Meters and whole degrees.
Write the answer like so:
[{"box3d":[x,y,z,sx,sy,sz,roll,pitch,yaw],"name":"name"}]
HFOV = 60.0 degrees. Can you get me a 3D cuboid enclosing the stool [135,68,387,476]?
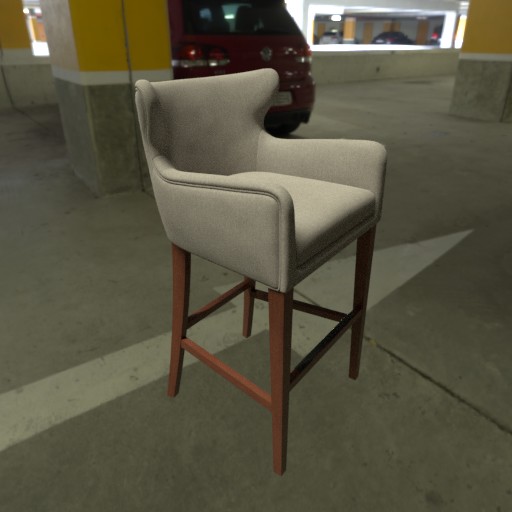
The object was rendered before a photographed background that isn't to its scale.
[{"box3d":[0.000,0.000,1.386,0.575,1.047,0.575,18,32,32],"name":"stool"}]
